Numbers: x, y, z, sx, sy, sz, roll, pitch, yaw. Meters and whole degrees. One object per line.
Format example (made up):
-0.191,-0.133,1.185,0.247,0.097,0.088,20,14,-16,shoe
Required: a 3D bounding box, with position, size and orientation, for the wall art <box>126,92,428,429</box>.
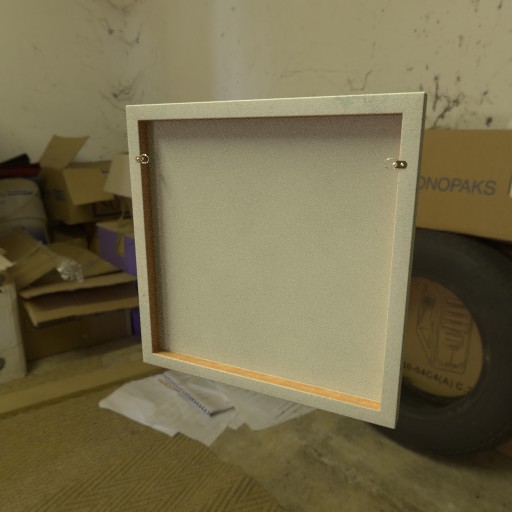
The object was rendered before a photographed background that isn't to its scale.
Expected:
0.000,0.000,0.920,0.612,0.612,0.040,7,16,25,wall art
